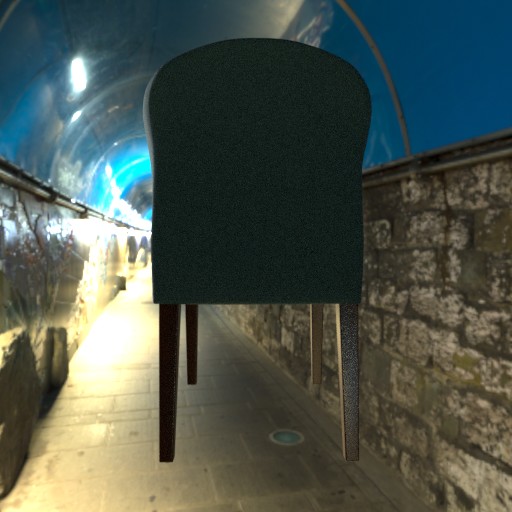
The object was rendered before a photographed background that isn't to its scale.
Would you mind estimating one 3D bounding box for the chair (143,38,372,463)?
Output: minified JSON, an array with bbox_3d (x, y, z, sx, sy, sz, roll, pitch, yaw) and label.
[{"bbox_3d":[0.000,0.000,1.191,0.507,0.879,0.620,0,2,-1],"label":"chair"}]
